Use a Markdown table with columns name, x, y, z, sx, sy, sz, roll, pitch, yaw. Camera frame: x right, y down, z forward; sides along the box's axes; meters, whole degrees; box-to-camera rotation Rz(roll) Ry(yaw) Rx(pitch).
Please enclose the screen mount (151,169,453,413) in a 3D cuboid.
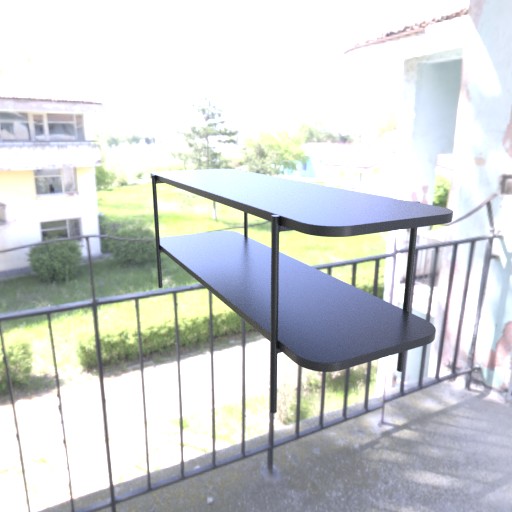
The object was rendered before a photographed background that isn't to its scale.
| name | x | y | z | sx | sy | sz | roll | pitch | yaw |
| --- | --- | --- | --- | --- | --- | --- | --- | --- | --- |
| screen mount | 0.000 | 0.000 | 1.410 | 0.400 | 0.447 | 1.200 | -8 | 18 | -26 |
